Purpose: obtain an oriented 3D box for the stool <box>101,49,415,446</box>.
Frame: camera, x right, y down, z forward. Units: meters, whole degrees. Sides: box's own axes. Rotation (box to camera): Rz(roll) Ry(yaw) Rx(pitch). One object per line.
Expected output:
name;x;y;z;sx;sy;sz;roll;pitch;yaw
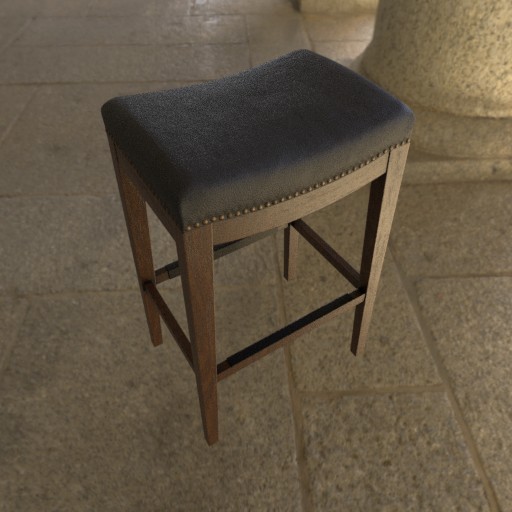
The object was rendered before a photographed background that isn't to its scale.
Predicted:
stool;0.000;0.000;1.017;0.500;0.765;0.361;-24;51;-22
